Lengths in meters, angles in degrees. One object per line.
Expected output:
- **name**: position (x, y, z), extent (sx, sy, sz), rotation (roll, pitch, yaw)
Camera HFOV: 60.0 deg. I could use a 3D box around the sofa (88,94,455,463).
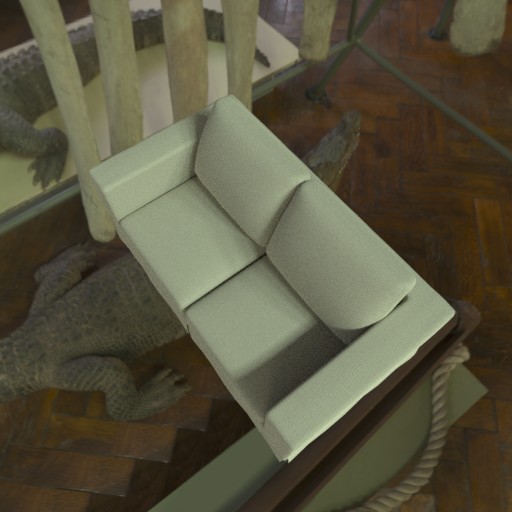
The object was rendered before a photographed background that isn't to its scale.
- **sofa**: position (0.000, 0.000, 2.431), extent (1.009, 0.932, 1.813), rotation (-34, 67, -16)
